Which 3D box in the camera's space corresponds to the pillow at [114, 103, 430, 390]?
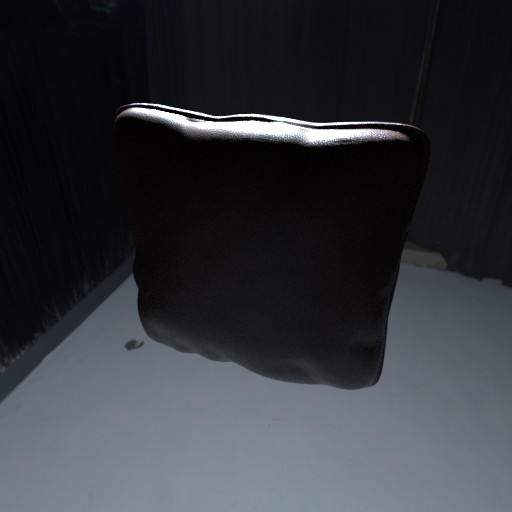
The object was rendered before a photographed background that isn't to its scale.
[{"bbox_3d":[0.000,0.000,0.825,0.532,0.523,0.236,10,32,16],"label":"pillow"}]
